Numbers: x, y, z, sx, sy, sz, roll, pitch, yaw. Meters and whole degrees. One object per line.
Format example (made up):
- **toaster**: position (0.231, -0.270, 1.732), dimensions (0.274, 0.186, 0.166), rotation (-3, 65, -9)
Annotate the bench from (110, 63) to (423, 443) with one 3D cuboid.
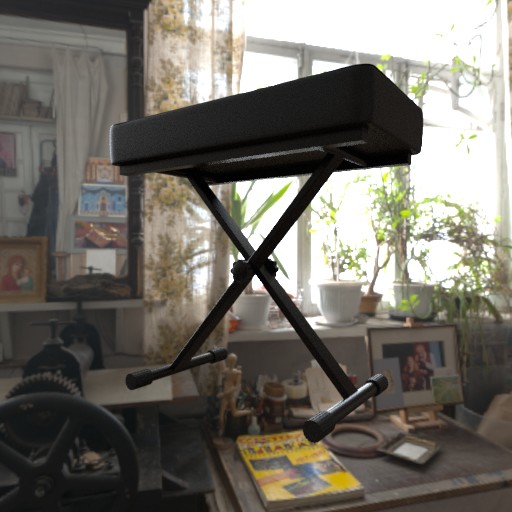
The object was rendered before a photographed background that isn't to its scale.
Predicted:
- **bench**: position (0.000, 0.000, 0.918), dimensions (0.600, 0.561, 0.300), rotation (1, 2, 35)
